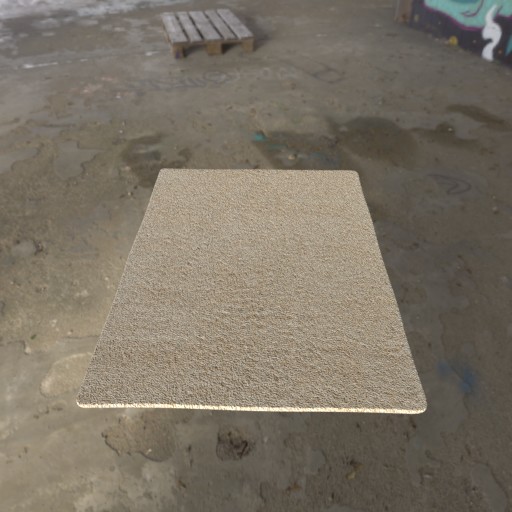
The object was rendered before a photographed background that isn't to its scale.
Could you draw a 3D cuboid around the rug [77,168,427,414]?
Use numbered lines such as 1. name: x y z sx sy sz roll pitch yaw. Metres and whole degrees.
1. rug: 0.000 0.000 2.108 1.200 0.027 1.600 1 41 1
